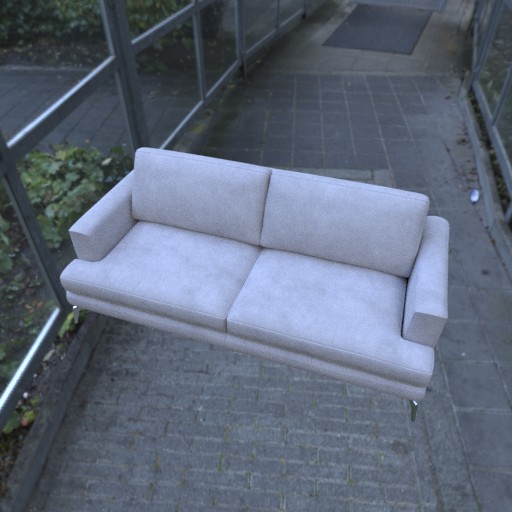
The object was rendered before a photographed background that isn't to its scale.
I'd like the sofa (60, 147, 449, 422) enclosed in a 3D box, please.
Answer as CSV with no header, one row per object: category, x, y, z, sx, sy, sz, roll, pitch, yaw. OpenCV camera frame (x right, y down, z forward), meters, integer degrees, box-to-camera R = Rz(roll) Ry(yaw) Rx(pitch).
sofa,0.000,0.000,2.516,2.013,0.830,0.980,13,42,14
